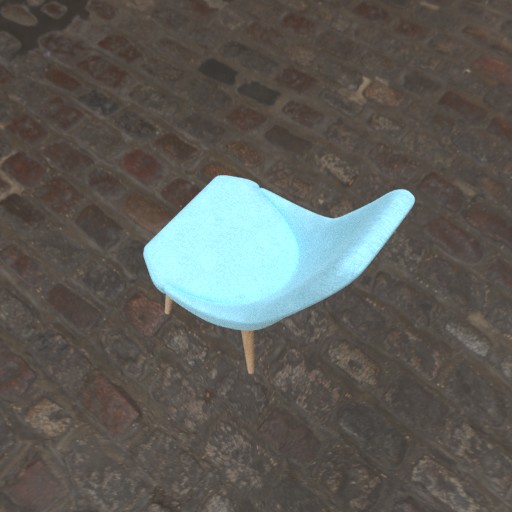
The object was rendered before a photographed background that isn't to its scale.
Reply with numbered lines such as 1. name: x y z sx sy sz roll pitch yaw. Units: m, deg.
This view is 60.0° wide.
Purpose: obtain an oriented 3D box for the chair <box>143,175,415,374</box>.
1. chair: 0.000 0.000 1.392 0.660 1.040 0.510 36 69 16
